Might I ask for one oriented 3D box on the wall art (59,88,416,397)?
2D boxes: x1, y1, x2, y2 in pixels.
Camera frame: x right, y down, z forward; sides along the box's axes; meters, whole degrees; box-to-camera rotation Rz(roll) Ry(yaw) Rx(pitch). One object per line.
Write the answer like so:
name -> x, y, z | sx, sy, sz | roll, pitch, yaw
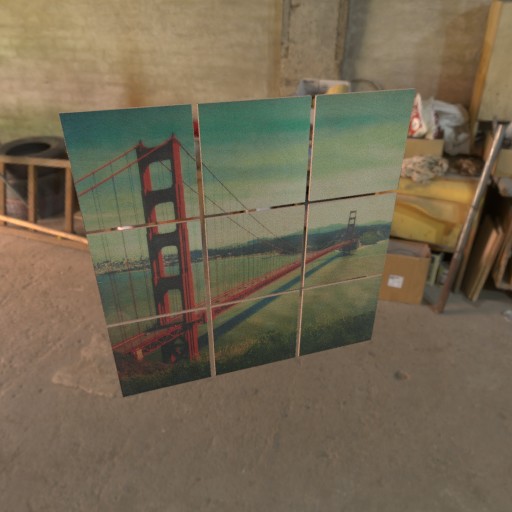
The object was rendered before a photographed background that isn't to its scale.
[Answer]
wall art -> 0.000, 0.000, 2.214 | 1.519, 1.507, 0.014 | -9, 32, -15
